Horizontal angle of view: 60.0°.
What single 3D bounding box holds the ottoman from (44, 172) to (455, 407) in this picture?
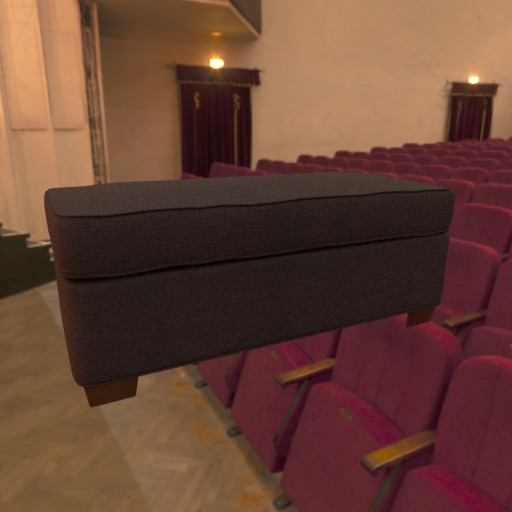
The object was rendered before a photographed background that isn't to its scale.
[{"bbox_3d":[0.000,0.000,1.336,1.110,0.460,0.515,-8,18,-25],"label":"ottoman"}]
